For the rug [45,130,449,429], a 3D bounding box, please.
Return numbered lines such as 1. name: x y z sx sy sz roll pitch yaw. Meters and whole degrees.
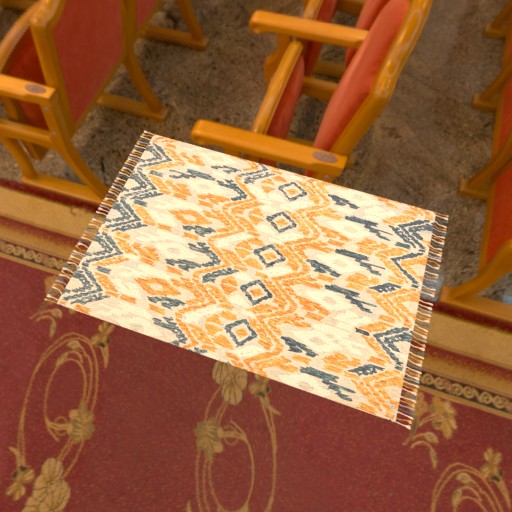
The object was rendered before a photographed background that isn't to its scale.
1. rug: 0.000 0.000 3.054 2.428 0.010 1.533 17 65 8
